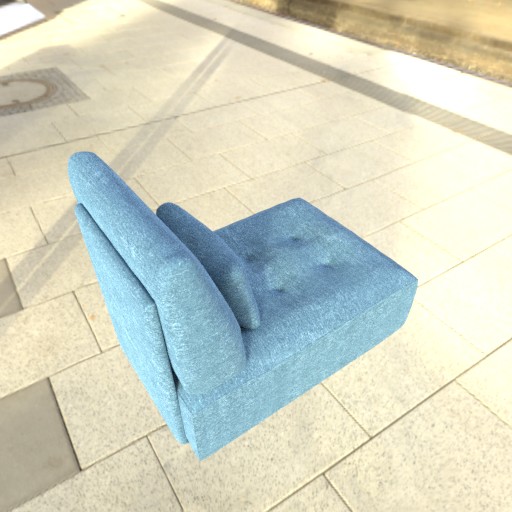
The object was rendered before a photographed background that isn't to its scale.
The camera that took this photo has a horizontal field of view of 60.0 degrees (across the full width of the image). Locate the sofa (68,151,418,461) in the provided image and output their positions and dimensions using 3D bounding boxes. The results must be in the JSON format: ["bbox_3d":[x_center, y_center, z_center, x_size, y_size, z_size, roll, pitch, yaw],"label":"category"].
[{"bbox_3d":[0.000,0.000,1.568,1.000,0.820,0.700,-24,46,-26],"label":"sofa"}]
